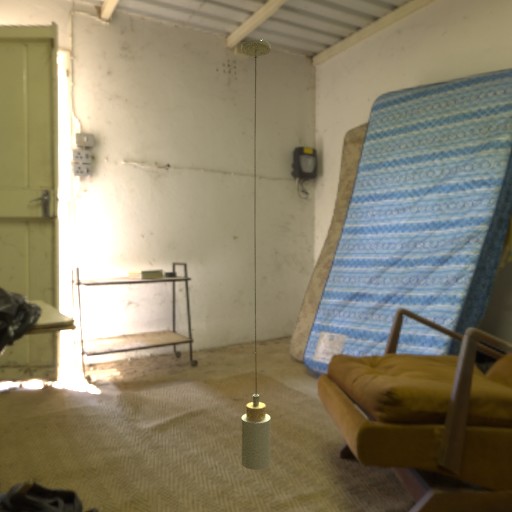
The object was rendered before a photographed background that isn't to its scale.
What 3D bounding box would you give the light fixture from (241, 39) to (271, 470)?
[{"bbox_3d":[0.000,0.000,1.914,0.125,1.798,0.125,1,1,36],"label":"light fixture"}]
